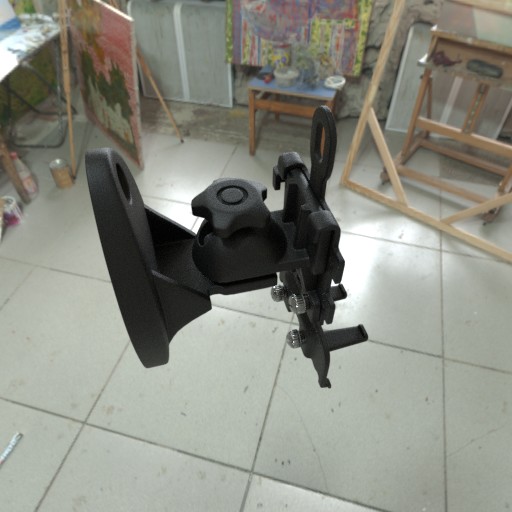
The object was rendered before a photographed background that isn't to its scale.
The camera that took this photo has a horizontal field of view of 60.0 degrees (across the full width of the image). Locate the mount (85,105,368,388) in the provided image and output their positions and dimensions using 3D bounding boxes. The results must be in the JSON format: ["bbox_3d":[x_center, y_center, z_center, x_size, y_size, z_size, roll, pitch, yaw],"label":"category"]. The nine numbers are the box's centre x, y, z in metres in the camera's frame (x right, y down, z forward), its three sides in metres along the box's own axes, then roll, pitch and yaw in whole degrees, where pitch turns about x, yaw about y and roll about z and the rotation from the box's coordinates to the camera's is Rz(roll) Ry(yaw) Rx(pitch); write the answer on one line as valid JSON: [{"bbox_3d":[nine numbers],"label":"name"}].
[{"bbox_3d":[0.000,0.000,0.173,0.100,0.118,0.066,-10,47,-10],"label":"mount"}]
